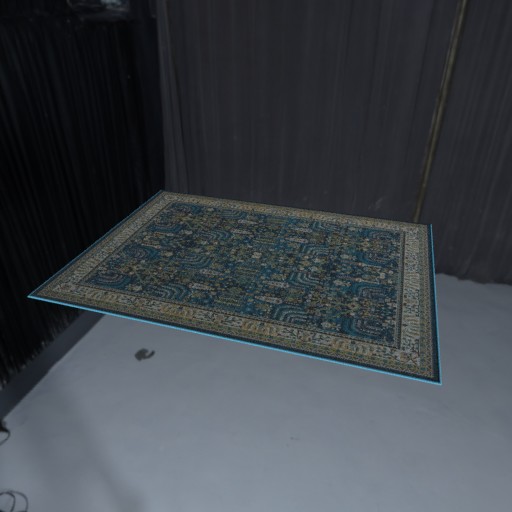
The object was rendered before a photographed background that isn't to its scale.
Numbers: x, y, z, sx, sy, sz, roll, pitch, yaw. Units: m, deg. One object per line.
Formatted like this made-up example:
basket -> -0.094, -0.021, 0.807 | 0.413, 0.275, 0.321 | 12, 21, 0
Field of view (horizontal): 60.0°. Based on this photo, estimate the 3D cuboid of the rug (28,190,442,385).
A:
rug -> 0.000, 0.000, 3.982 | 3.044, 0.015, 2.226 | 9, 32, 15
